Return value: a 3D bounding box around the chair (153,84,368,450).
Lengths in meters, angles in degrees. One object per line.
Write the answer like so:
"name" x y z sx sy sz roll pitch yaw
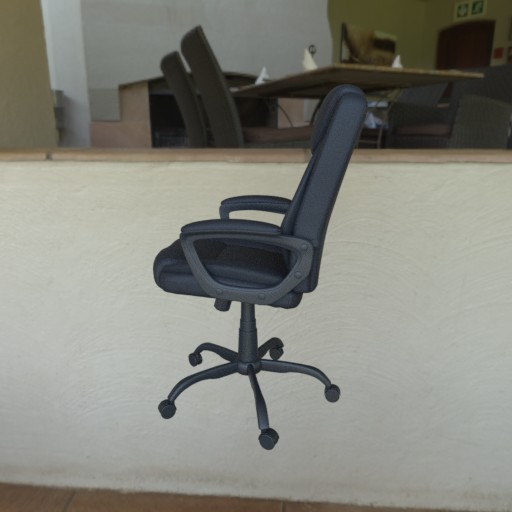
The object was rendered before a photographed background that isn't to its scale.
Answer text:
"chair" 0.000 0.000 1.522 0.655 1.072 0.615 2 15 8
